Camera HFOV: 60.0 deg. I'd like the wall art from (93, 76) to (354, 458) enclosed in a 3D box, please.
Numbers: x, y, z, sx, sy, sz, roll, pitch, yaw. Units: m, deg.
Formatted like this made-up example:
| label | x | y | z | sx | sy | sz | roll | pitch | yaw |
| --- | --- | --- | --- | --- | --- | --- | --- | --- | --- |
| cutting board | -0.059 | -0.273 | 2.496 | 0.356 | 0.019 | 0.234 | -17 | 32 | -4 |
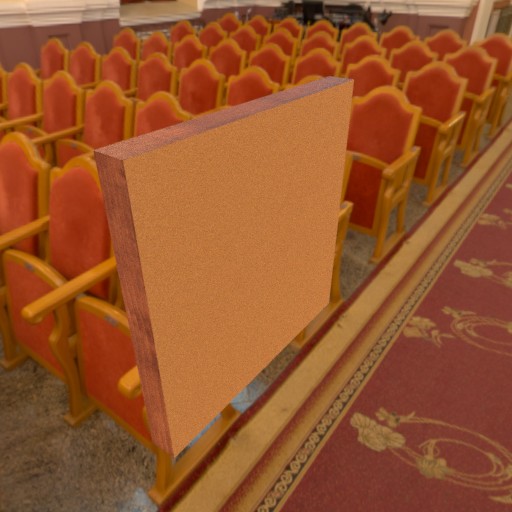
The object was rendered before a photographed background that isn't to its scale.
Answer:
| label | x | y | z | sx | sy | sz | roll | pitch | yaw |
| --- | --- | --- | --- | --- | --- | --- | --- | --- | --- |
| wall art | 0.000 | 0.000 | 0.583 | 0.038 | 0.385 | 0.386 | 22 | 39 | 31 |
